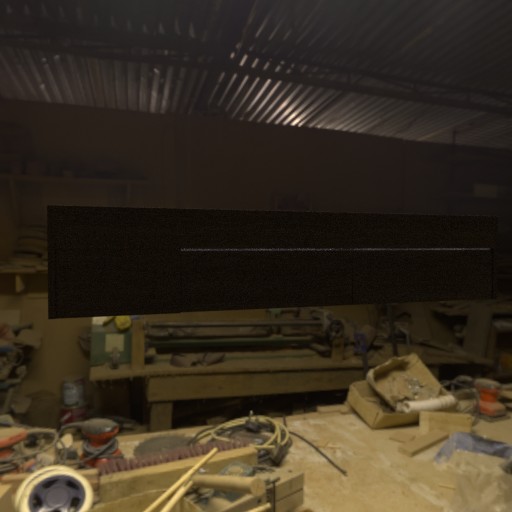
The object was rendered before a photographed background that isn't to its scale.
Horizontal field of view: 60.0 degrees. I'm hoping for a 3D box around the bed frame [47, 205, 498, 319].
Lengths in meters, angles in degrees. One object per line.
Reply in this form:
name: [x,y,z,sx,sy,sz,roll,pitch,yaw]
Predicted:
bed frame: [0.000,0.000,2.502,1.944,0.459,1.448,0,1,-17]
